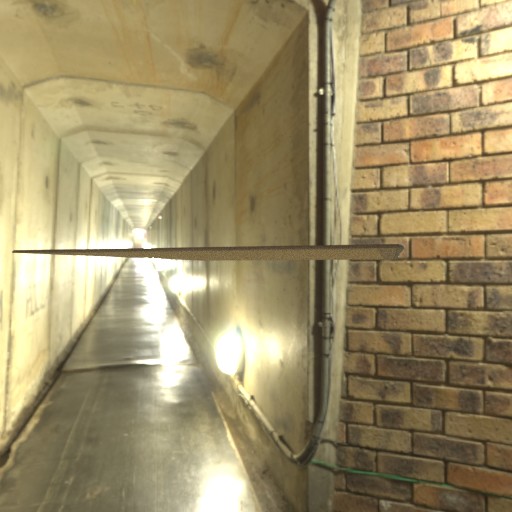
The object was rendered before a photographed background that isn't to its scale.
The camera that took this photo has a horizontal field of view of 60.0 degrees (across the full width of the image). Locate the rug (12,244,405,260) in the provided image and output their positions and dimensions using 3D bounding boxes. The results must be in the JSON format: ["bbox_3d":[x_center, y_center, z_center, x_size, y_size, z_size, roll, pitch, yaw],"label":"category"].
[{"bbox_3d":[0.000,0.000,3.928,2.430,0.018,2.976,0,-2,17],"label":"rug"}]
